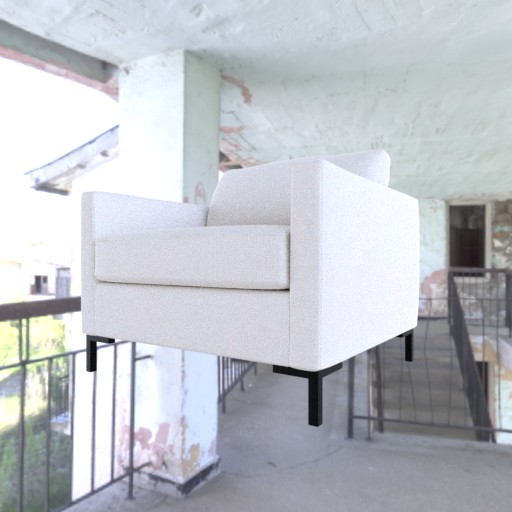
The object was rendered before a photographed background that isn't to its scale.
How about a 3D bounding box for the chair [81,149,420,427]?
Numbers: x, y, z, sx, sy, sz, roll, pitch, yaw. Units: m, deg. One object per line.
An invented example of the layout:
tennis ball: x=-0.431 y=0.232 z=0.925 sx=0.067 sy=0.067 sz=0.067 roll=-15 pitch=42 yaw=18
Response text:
chair: x=0.000 y=0.000 z=1.617 sx=0.964 sy=0.806 sz=0.875 roll=0 pitch=0 yaw=35
